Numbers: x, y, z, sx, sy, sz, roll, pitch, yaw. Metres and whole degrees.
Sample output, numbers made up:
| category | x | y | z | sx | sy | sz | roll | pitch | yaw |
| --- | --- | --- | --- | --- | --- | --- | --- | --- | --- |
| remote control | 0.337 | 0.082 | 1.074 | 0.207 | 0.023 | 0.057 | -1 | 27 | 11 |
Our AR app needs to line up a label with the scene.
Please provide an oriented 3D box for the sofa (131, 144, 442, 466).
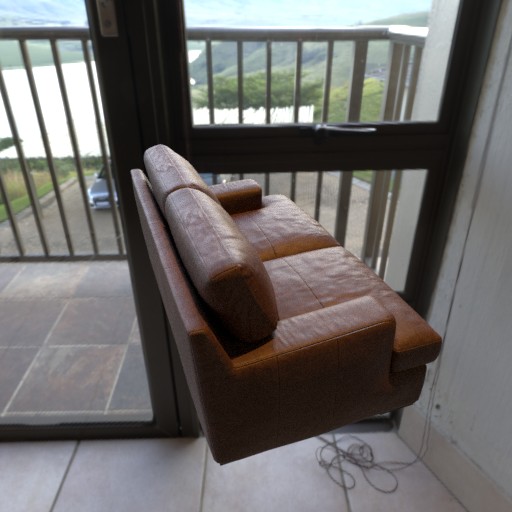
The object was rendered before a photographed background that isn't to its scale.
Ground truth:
| category | x | y | z | sx | sy | sz | roll | pitch | yaw |
| --- | --- | --- | --- | --- | --- | --- | --- | --- | --- |
| sofa | 0.000 | 0.000 | 2.511 | 1.143 | 0.939 | 1.880 | -10 | 31 | -17 |
